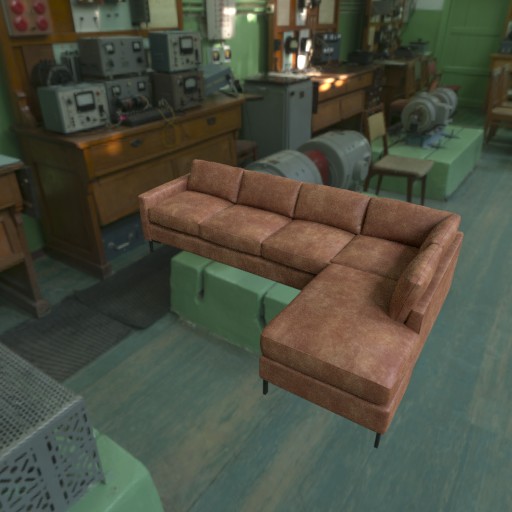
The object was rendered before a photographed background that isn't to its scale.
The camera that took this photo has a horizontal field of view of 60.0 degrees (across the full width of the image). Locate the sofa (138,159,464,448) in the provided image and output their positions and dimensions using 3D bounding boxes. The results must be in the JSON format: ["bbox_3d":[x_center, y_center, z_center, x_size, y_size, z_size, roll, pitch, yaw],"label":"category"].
[{"bbox_3d":[0.000,0.000,3.805,2.984,0.877,1.938,18,34,28],"label":"sofa"}]
